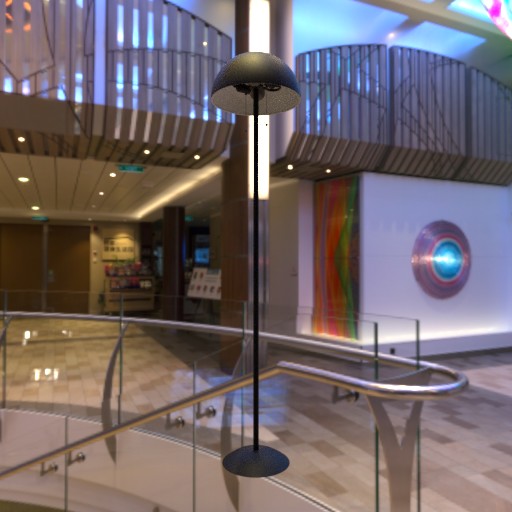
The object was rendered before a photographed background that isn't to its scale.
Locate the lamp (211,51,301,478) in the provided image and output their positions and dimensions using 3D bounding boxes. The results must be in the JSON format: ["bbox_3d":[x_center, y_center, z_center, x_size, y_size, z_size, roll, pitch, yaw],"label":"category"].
[{"bbox_3d":[0.000,0.000,1.608,0.328,1.480,0.328,0,-1,20],"label":"lamp"}]
